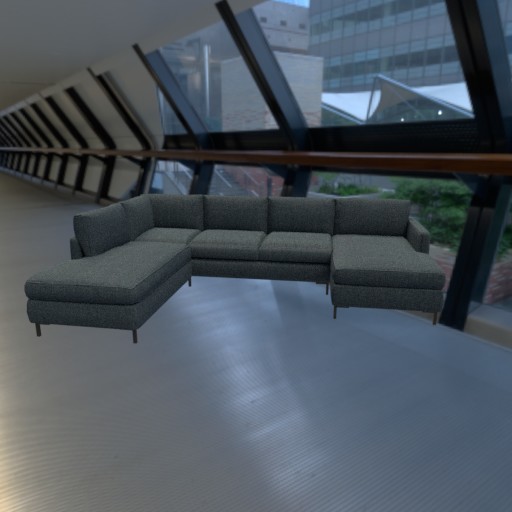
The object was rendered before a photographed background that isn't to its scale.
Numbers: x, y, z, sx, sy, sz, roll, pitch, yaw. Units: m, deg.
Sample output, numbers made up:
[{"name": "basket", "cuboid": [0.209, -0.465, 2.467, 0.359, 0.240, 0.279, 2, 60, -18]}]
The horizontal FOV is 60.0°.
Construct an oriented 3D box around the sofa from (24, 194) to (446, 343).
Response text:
[{"name": "sofa", "cuboid": [0.000, 0.000, 3.501, 2.737, 0.753, 1.879, 2, 15, 9]}]
